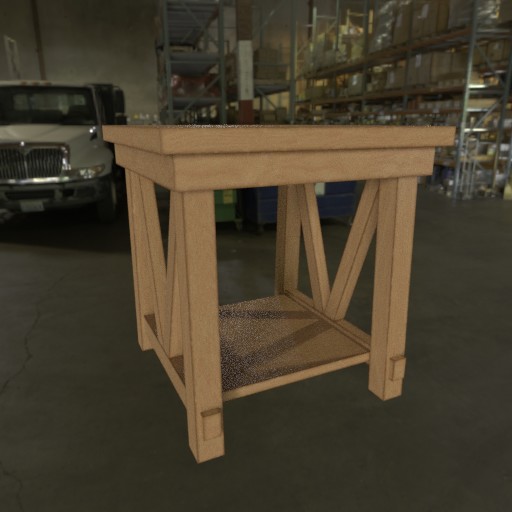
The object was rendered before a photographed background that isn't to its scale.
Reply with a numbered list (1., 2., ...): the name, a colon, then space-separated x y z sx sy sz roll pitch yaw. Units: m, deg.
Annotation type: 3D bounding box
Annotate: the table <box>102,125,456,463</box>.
1. table: 0.000 0.000 1.131 0.610 0.638 0.612 -8 19 -25
